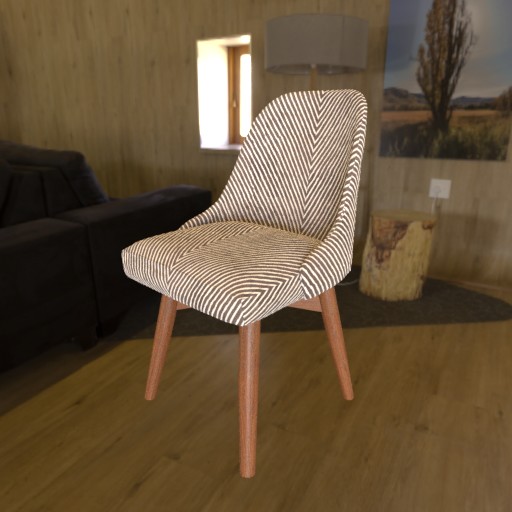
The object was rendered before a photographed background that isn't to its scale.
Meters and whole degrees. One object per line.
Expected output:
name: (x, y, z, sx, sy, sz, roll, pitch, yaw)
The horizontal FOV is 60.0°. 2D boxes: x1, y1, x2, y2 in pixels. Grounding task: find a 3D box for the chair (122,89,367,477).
chair: (0.000, 0.000, 1.233, 0.504, 0.883, 0.591, 17, 24, 42)
